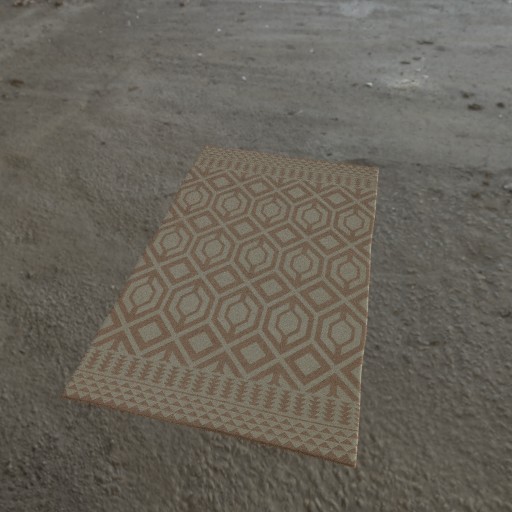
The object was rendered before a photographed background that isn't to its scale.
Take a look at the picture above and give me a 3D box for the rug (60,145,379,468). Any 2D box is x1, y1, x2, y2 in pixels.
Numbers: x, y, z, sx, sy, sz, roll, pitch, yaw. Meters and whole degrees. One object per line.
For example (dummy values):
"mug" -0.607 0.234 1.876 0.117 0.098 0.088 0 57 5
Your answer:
"rug" 0.000 0.000 2.992 1.526 0.011 2.435 10 47 9
